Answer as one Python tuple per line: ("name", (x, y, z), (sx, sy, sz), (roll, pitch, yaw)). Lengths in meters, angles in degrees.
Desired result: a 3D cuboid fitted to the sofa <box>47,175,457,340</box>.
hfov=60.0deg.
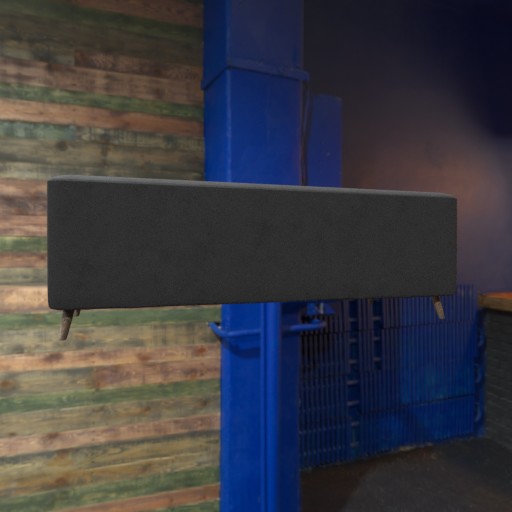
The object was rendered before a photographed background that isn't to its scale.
("sofa", (0.000, 0.000, 2.668), (2.190, 0.740, 0.900), (0, 1, -18))
